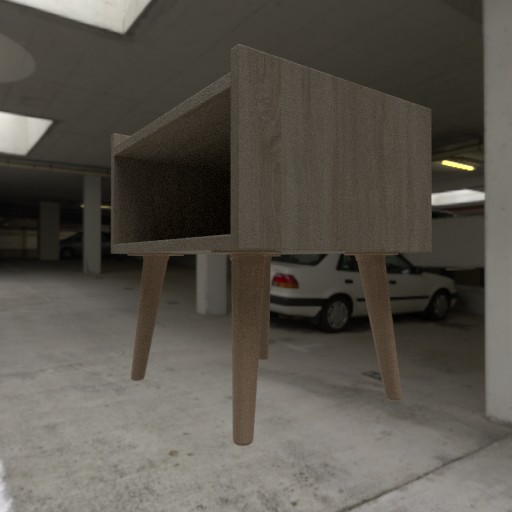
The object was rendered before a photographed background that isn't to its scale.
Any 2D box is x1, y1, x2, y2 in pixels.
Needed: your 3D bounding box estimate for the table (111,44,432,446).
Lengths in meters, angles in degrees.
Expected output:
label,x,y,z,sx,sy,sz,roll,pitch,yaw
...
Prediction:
label,x,y,z,sx,sy,sz,roll,pitch,yaw
table,0.000,0.000,0.785,0.370,0.470,0.450,0,-1,-36
